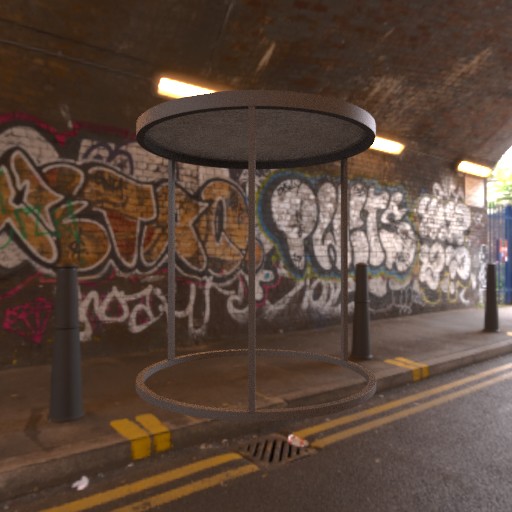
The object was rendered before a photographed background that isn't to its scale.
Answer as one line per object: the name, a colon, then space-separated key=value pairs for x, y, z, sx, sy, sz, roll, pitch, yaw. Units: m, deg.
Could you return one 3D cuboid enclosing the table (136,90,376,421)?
table: x=0.000 y=0.000 z=0.899 sx=0.470 sy=0.498 sz=0.470 roll=0 pitch=0 yaw=0
